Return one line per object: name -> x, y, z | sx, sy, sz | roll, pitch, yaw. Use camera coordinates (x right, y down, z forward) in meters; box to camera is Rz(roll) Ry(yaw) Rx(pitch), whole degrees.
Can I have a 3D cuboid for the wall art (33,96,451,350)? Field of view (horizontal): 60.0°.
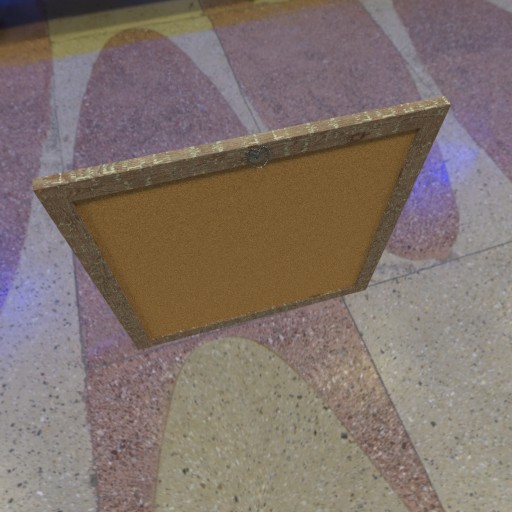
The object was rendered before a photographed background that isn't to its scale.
wall art -> 0.000, 0.000, 0.552 | 0.380, 0.380, 0.022 | -14, 59, -8
